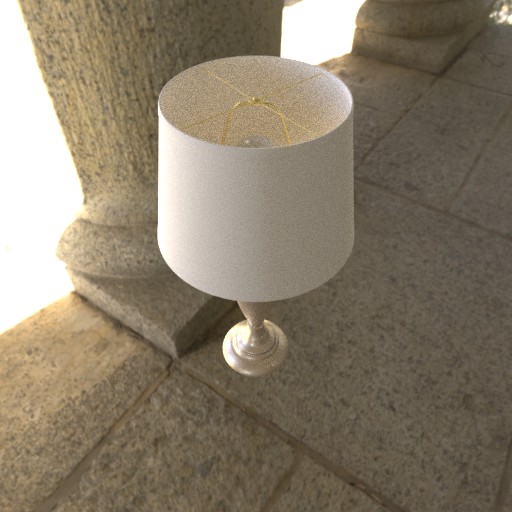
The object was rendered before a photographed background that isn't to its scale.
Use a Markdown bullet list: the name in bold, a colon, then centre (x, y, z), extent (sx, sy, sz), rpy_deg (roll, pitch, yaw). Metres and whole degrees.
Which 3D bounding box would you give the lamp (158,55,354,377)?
- **lamp**: centre (0.000, 0.000, 0.803), extent (0.328, 0.612, 0.328), rpy_deg (0, 46, 0)
